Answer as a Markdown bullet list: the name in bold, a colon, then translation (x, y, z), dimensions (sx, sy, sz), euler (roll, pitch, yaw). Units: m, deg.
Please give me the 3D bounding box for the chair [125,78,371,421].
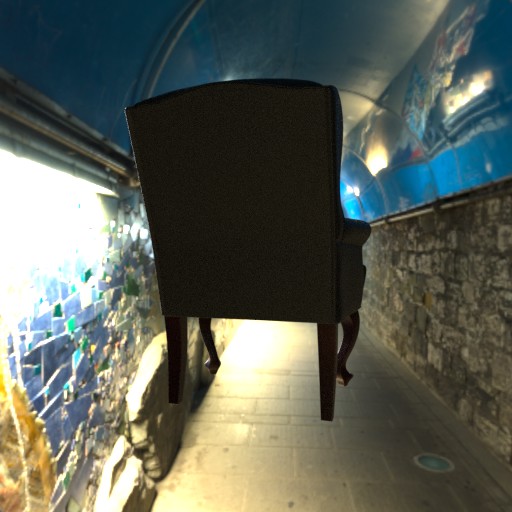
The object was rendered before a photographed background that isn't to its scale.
- **chair**: translation (0.000, 0.000, 1.694), dimensions (0.838, 1.111, 0.762), euler (0, 1, 17)
